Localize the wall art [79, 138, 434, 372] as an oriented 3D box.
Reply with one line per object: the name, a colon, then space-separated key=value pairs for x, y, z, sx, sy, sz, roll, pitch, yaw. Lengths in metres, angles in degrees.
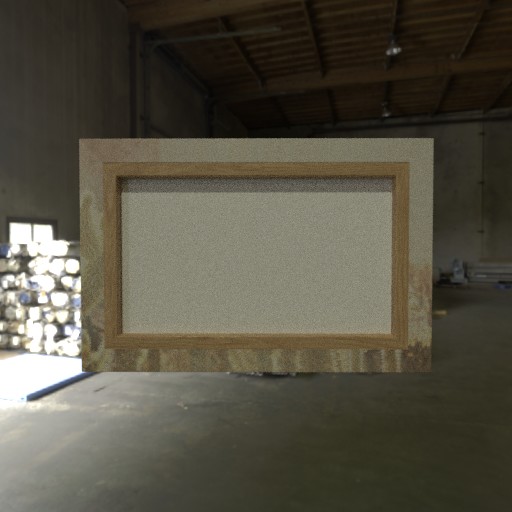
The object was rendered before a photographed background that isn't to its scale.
wall art: x=0.000 y=0.000 z=1.171 sx=0.916 sy=0.608 sz=0.040 roll=0 pitch=1 yaw=0
